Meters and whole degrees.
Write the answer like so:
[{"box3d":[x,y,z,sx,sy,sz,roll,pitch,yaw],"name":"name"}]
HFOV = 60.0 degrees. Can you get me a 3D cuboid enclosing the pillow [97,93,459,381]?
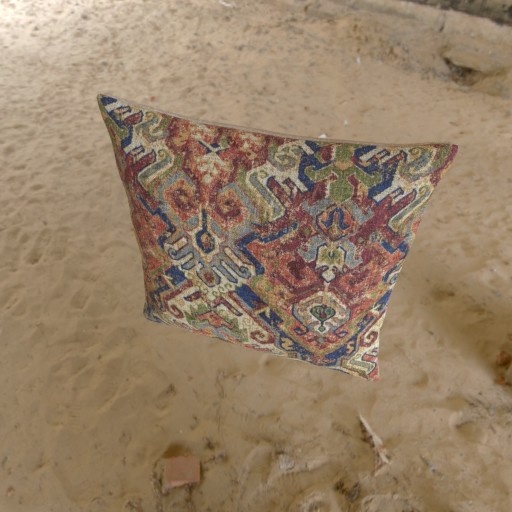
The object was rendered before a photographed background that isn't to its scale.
[{"box3d":[0.000,0.000,0.769,0.523,0.506,0.166,13,43,14],"name":"pillow"}]
